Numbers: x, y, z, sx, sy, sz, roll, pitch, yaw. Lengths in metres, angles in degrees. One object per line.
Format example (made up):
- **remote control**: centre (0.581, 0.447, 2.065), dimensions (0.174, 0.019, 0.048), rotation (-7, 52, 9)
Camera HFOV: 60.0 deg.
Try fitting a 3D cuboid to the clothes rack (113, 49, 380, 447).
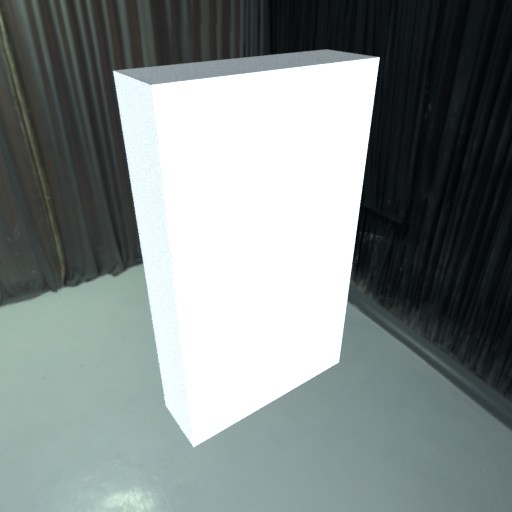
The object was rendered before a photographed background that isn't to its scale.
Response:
- **clothes rack**: centre (0.000, 0.000, 1.589), dimensions (0.750, 1.280, 0.250), rotation (-20, 37, -30)
